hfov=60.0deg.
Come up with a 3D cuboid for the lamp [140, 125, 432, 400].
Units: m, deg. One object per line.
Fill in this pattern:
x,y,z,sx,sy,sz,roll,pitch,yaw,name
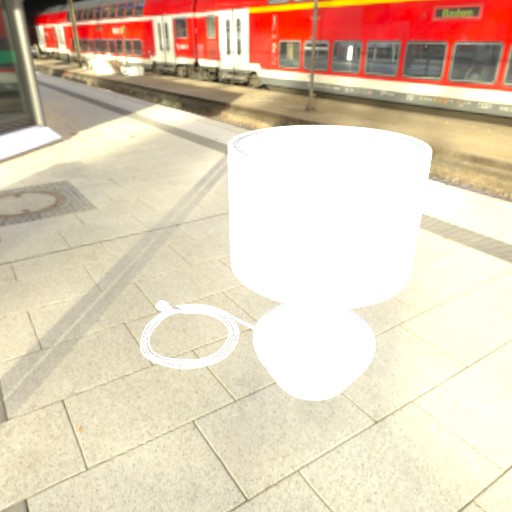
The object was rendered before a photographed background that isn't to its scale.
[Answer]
0.000,0.000,0.844,0.401,0.457,0.546,-18,31,-31,lamp
